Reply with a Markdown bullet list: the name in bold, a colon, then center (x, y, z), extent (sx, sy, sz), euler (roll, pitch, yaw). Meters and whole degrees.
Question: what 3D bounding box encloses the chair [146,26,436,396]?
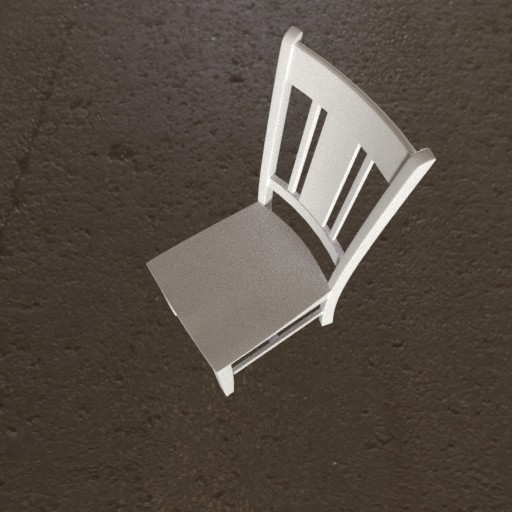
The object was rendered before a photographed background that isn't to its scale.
- **chair**: center (0.000, 0.000, 1.291), extent (0.555, 0.998, 0.450), euler (-32, 68, -14)
